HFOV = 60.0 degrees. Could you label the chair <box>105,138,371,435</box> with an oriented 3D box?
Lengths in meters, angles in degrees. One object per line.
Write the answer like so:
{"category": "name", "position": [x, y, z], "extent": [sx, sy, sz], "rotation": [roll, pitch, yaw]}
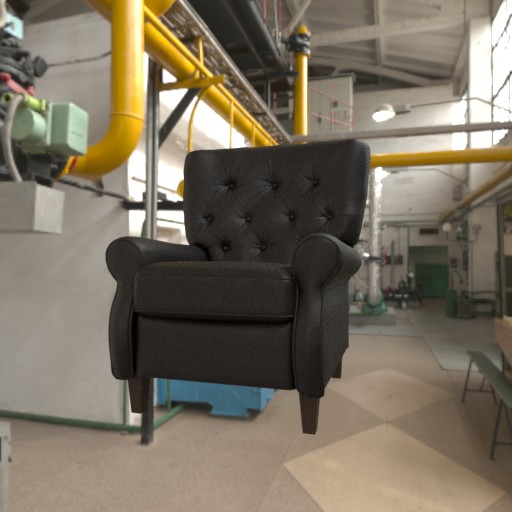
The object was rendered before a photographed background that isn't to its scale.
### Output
{"category": "chair", "position": [0.000, 0.000, 1.945], "extent": [0.948, 1.158, 1.058], "rotation": [0, 0, 17]}
